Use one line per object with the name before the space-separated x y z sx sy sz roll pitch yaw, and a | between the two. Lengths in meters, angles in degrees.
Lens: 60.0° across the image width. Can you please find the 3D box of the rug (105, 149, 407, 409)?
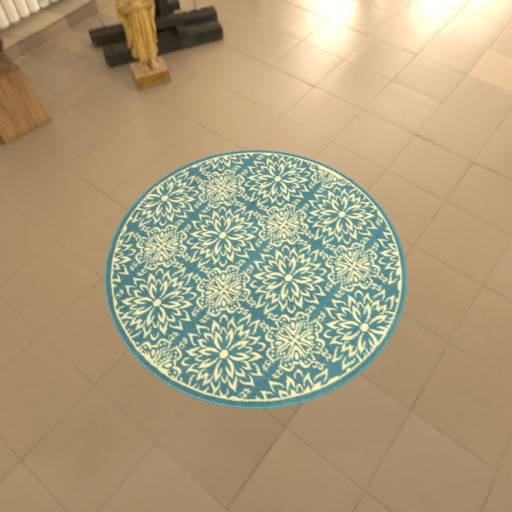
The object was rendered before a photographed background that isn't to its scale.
rug | 0.000 0.000 2.370 1.593 0.012 1.593 0 57 0
